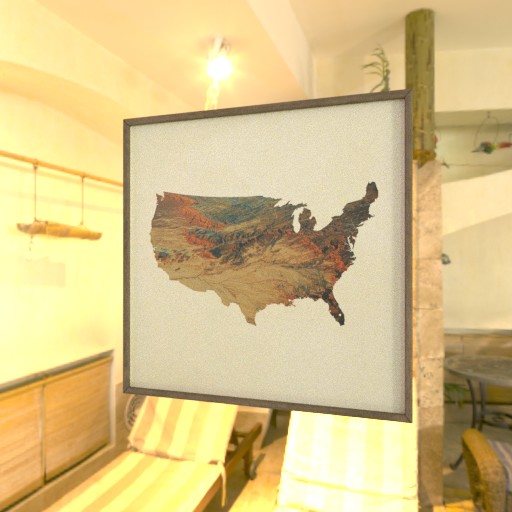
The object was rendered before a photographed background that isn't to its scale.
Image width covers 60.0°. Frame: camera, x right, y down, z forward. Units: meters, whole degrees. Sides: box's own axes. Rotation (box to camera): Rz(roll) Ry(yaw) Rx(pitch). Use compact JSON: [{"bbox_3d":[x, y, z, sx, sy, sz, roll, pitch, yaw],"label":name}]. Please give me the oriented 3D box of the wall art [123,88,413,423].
[{"bbox_3d":[0.000,0.000,1.126,0.749,0.751,0.050,0,0,17],"label":"wall art"}]
